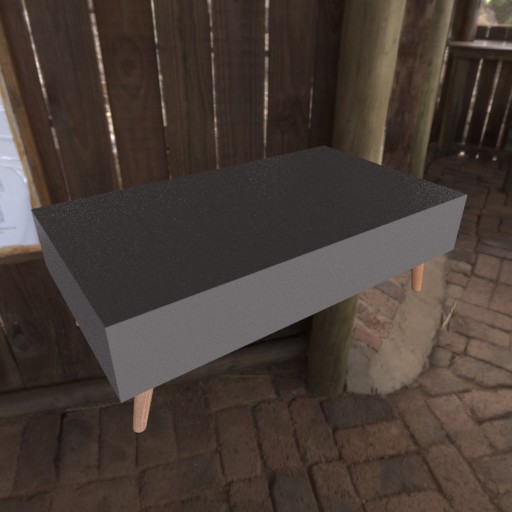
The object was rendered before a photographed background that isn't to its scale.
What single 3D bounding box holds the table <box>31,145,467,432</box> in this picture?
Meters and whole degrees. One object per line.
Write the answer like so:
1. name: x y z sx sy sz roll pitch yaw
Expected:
1. table: 0.000 0.000 1.507 1.201 0.404 0.703 -19 35 -30
